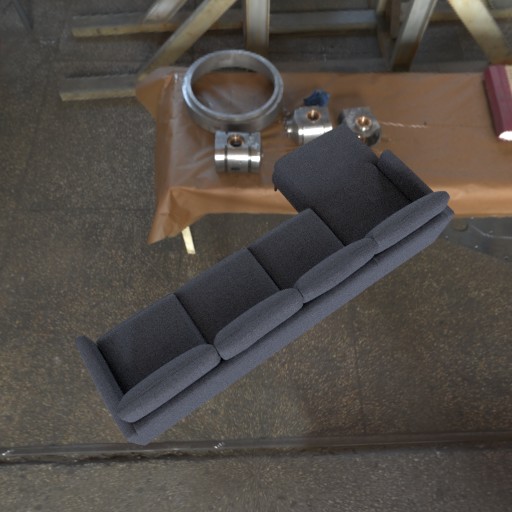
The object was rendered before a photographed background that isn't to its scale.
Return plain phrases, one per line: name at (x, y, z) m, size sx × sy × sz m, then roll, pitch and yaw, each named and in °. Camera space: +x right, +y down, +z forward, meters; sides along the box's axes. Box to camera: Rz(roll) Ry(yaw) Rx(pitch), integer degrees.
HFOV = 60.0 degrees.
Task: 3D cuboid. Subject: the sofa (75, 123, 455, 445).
sofa at (0.000, 0.000, 2.927) m, size 2.445 × 0.673 × 1.125 m, roll -32°, pitch 68°, yaw -15°
